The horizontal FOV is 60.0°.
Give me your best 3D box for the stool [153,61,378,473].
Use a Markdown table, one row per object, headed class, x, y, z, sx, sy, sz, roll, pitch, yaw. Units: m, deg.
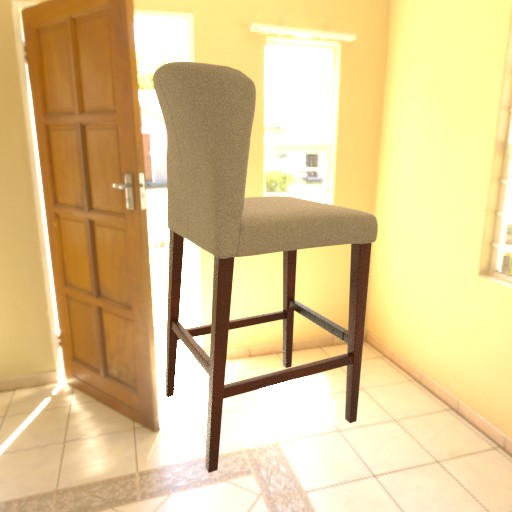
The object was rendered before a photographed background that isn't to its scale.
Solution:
| class | x | y | z | sx | sy | sz | roll | pitch | yaw |
| --- | --- | --- | --- | --- | --- | --- | --- | --- | --- |
| stool | 0.000 | 0.000 | 1.383 | 0.568 | 1.069 | 0.479 | -7 | 16 | -26 |
